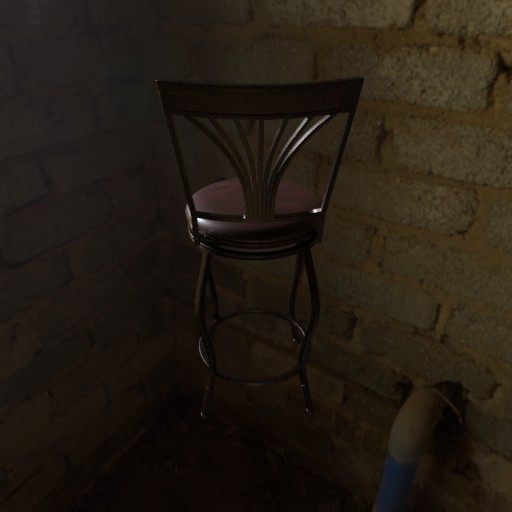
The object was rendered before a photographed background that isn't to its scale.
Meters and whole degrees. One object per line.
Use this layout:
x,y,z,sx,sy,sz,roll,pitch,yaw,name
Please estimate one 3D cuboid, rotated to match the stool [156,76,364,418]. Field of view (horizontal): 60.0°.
0.000,0.000,1.395,0.433,1.117,0.514,-1,30,-2,stool
